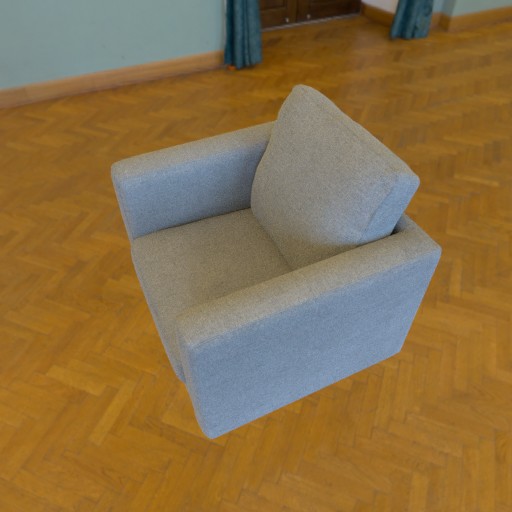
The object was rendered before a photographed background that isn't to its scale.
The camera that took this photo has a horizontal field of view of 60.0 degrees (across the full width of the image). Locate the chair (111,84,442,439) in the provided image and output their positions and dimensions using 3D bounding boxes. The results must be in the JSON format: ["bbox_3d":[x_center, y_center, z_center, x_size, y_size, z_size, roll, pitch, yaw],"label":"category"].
[{"bbox_3d":[0.000,0.000,1.567,0.800,0.927,0.855,-19,49,-17],"label":"chair"}]
